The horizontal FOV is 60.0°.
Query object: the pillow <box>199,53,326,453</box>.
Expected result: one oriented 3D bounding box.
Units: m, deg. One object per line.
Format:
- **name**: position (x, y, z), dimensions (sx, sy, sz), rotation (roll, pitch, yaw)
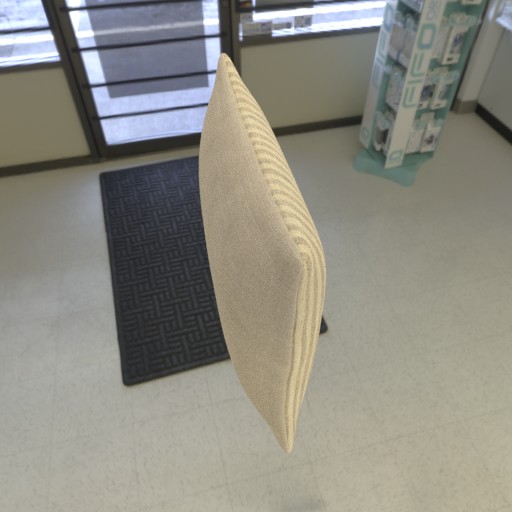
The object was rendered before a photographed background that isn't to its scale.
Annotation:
- **pillow**: position (0.000, 0.000, 0.793), dimensions (0.166, 0.510, 0.523), rotation (-9, 47, -8)
